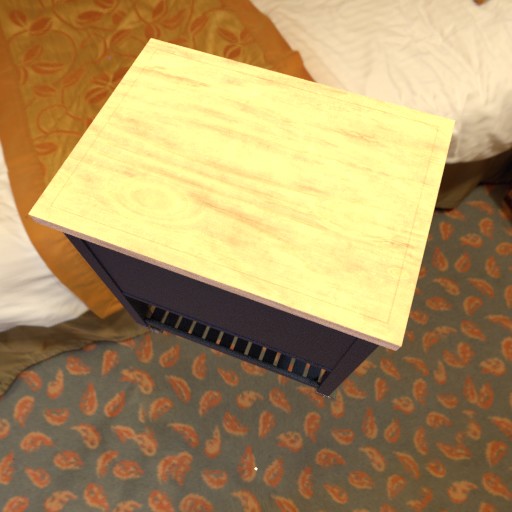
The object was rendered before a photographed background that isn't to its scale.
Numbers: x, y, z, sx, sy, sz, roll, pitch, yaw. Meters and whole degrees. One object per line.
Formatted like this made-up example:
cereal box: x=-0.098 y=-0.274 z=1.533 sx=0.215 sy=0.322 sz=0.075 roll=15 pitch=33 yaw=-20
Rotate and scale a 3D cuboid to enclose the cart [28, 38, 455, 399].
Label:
cart: x=0.000 y=0.000 z=1.388 sx=0.797 sy=0.920 sz=0.567 roll=19 pitch=66 yaw=9
